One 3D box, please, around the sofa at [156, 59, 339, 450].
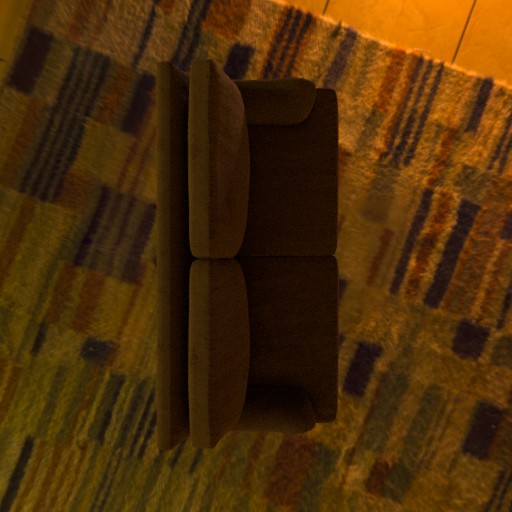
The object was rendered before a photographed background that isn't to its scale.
[{"bbox_3d":[0.000,0.000,2.818,1.086,1.087,2.165,0,90,-1],"label":"sofa"}]
